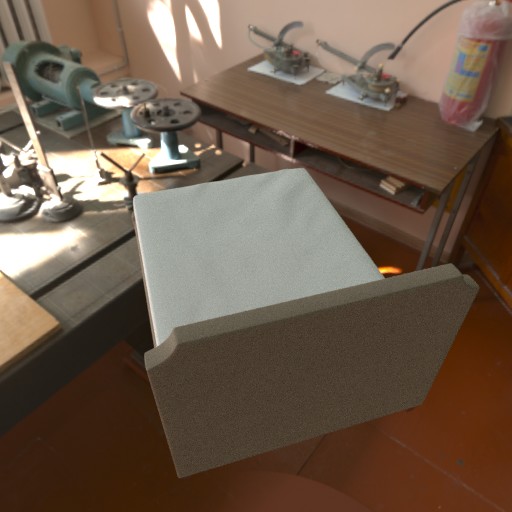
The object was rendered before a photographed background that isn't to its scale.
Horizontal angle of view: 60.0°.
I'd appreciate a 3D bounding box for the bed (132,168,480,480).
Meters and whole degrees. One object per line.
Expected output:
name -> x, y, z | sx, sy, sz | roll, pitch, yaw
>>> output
bed -> 0.000, 0.000, 3.285 | 1.703, 1.415, 2.329 | -12, 44, -12
